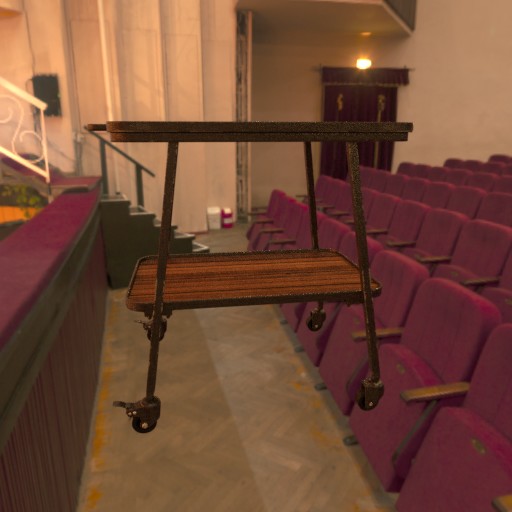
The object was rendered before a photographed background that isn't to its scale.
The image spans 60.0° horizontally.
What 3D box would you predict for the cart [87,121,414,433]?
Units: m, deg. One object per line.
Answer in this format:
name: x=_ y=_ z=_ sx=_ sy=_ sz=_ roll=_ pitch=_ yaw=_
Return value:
cart: x=0.000 y=0.000 z=1.223 sx=0.806 sy=0.700 sz=0.515 roll=-2 pitch=16 yaw=-9
